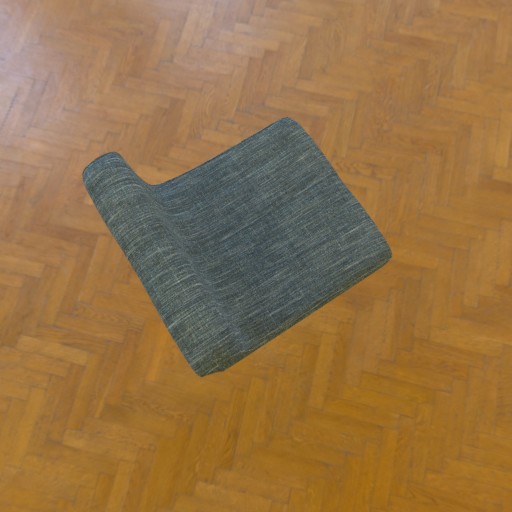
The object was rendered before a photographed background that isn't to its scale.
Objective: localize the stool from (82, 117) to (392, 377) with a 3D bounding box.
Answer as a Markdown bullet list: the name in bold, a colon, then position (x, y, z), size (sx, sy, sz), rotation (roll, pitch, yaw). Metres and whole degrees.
- **stool**: position (0.000, 0.000, 1.105), size (0.459, 0.835, 0.395), rotation (-32, 78, -7)
